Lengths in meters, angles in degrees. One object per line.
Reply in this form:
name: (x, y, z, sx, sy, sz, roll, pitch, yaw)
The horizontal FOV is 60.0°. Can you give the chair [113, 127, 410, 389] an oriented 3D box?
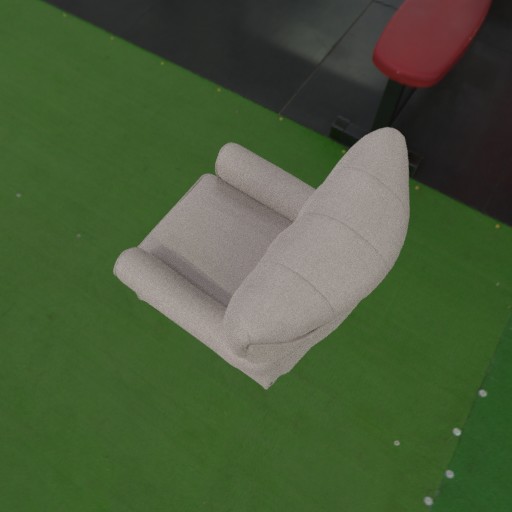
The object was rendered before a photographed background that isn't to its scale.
chair: (0.000, 0.000, 1.947, 1.025, 1.209, 0.942, 33, 68, 15)
